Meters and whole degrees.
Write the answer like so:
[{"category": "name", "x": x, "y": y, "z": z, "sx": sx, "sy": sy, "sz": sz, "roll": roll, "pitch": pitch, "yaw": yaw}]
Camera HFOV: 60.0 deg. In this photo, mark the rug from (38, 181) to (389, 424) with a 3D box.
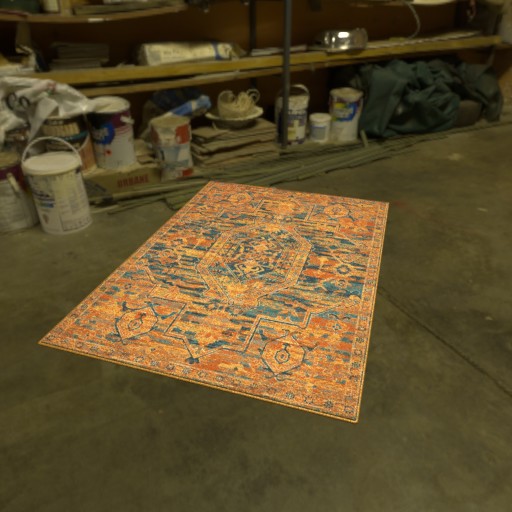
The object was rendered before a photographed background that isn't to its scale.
[{"category": "rug", "x": 0.000, "y": 0.000, "z": 3.782, "sx": 2.043, "sy": 0.019, "sz": 2.916, "roll": 9, "pitch": 33, "yaw": 15}]
